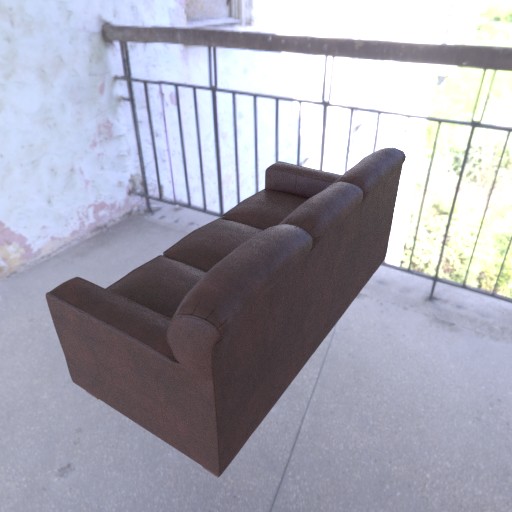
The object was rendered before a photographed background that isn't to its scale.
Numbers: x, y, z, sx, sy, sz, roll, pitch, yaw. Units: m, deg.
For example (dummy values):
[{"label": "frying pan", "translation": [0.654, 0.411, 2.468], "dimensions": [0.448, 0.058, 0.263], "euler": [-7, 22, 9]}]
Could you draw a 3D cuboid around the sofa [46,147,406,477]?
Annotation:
[{"label": "sofa", "translation": [0.000, 0.000, 2.527], "dimensions": [1.008, 0.953, 2.039], "euler": [19, 36, 28]}]
